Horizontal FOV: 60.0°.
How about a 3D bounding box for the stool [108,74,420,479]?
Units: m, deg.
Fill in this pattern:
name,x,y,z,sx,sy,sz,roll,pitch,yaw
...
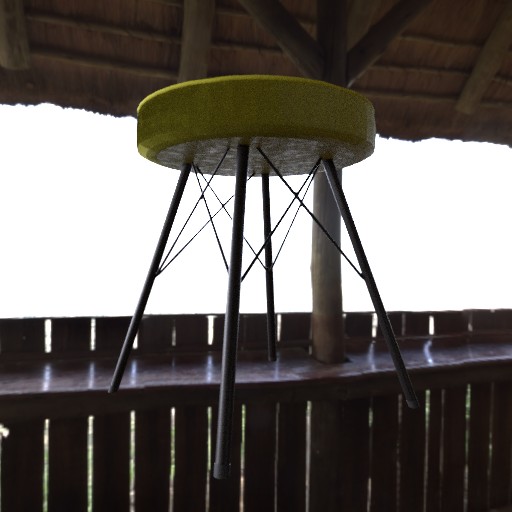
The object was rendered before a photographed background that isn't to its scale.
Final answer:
name,x,y,z,sx,sy,sz,roll,pitch,yaw
stool,0.000,0.000,0.785,0.409,0.508,0.409,-1,1,-36
